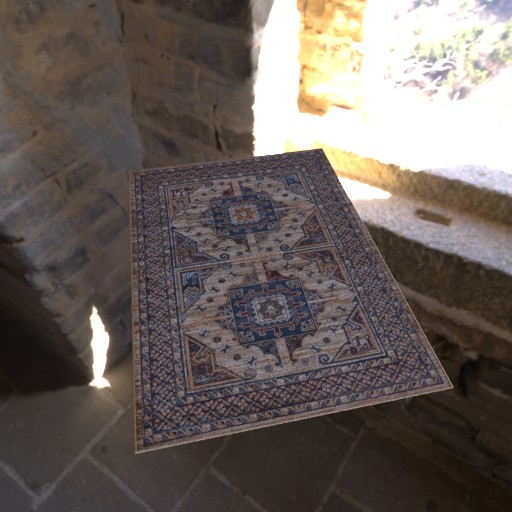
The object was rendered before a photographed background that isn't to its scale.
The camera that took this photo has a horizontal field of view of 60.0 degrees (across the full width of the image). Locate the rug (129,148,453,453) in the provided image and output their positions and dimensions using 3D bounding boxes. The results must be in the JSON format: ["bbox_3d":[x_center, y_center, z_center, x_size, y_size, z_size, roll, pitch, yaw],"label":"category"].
[{"bbox_3d":[0.000,0.000,2.910,1.611,0.008,2.227,-9,48,-8],"label":"rug"}]
